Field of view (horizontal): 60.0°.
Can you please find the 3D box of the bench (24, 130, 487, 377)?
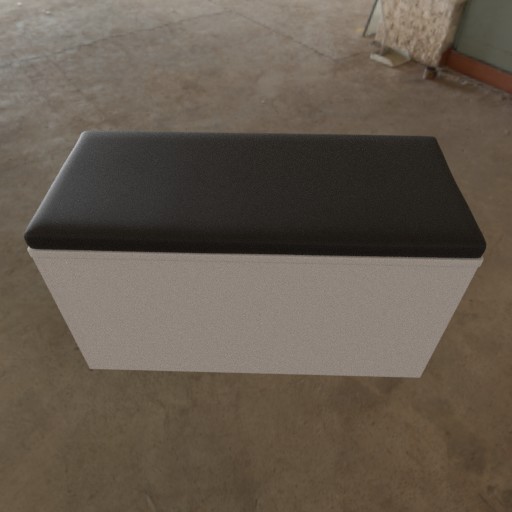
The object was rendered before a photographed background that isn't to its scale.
[{"bbox_3d":[0.000,0.000,1.156,0.899,0.500,0.401,1,46,1],"label":"bench"}]
